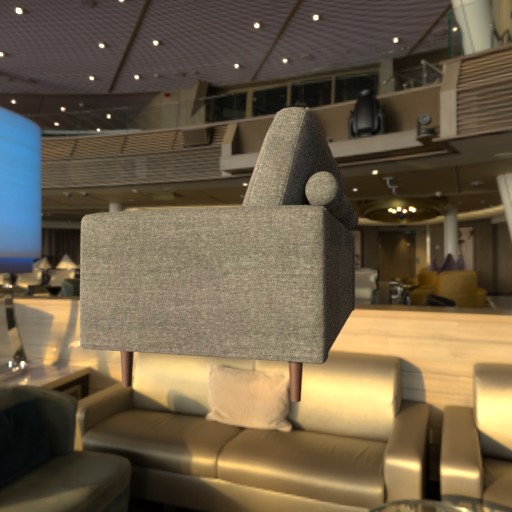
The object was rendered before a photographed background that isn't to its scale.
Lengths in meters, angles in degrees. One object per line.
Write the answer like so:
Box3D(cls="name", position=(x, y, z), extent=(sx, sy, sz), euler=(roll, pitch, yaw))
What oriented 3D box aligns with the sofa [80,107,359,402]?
Box3D(cls="sofa", position=(0.000, 0.000, 1.971), extent=(0.842, 0.907, 1.407), euler=(0, -1, 16))
